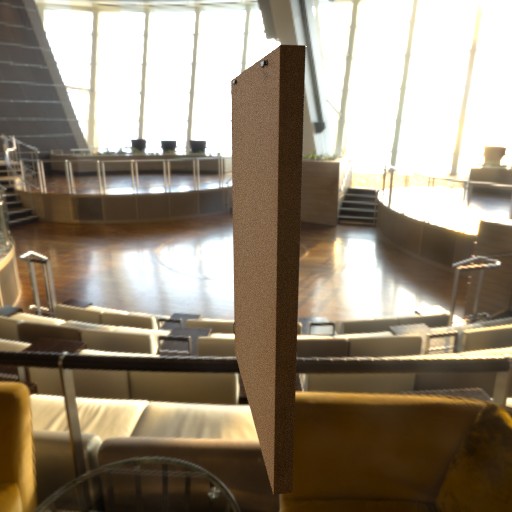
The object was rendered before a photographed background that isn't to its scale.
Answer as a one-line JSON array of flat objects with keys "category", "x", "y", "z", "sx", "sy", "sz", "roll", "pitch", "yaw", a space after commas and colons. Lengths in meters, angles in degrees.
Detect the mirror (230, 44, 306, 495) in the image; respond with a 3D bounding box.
[{"category": "mirror", "x": 0.000, "y": 0.000, "z": 0.904, "sx": 0.039, "sy": 0.711, "sz": 0.508, "roll": -3, "pitch": 17, "yaw": -10}]
